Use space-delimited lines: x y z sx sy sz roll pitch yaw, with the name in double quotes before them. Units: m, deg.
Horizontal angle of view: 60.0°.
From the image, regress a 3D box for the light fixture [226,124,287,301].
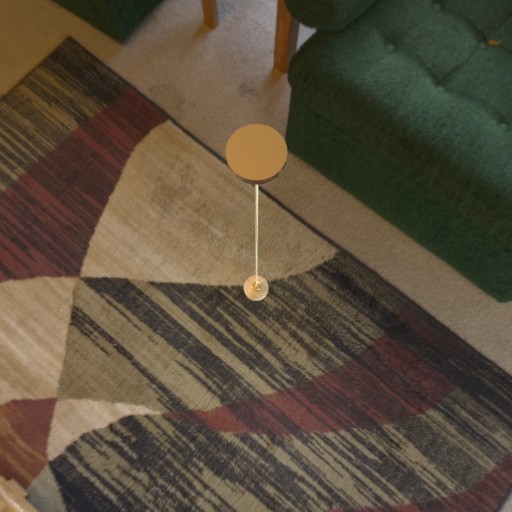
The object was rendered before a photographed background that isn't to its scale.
"light fixture" 0.000 0.000 1.673 0.129 1.669 0.129 21 77 5
